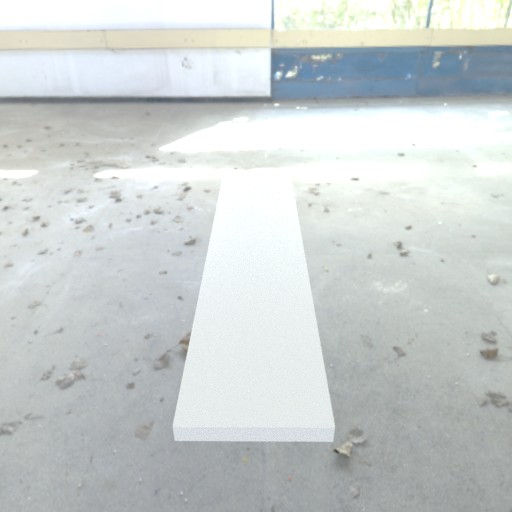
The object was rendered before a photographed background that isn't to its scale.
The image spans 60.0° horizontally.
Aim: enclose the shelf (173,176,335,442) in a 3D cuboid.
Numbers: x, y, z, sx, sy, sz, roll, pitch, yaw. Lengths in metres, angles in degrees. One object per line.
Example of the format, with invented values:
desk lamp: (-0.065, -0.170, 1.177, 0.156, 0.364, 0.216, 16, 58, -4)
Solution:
shelf: (0.000, 0.000, 0.648, 0.140, 0.020, 0.610, 0, 31, 0)
